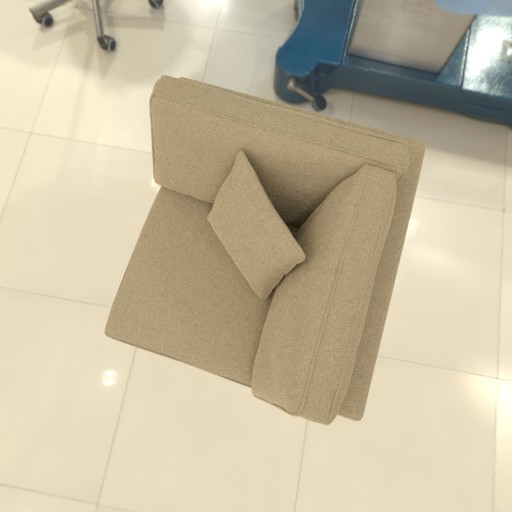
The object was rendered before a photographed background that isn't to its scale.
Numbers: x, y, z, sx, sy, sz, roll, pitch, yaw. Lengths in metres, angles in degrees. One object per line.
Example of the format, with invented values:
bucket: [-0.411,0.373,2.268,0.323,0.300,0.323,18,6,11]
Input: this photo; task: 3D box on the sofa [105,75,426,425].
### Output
sofa: [0.000,0.000,1.968,1.084,1.002,1.146,17,75,4]
